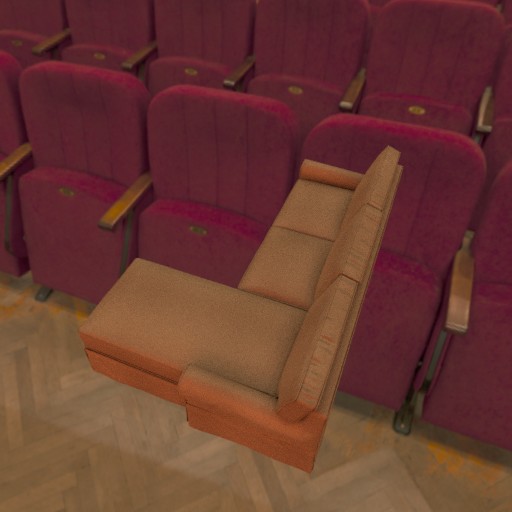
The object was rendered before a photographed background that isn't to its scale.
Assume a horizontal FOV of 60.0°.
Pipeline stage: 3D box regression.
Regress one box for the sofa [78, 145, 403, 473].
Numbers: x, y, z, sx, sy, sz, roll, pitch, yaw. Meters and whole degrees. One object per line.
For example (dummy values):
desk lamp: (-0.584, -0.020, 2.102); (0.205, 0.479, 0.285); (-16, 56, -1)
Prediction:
sofa: (0.000, 0.000, 3.416); (1.733, 0.978, 2.475); (16, 49, 15)
